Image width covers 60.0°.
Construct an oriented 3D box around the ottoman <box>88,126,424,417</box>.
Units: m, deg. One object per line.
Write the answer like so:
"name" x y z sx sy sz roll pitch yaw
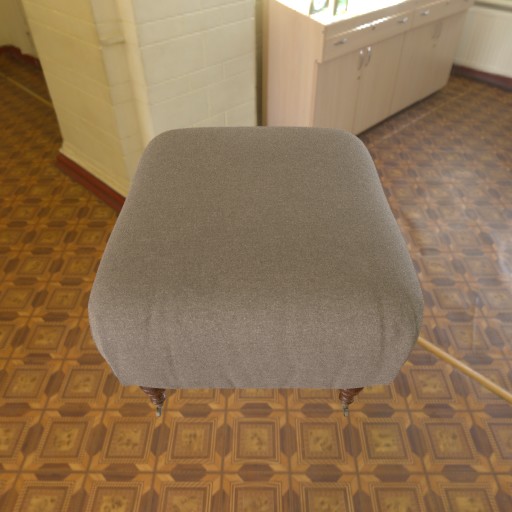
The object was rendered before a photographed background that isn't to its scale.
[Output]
"ottoman" 0.000 0.000 1.117 0.622 0.450 0.747 0 41 0
